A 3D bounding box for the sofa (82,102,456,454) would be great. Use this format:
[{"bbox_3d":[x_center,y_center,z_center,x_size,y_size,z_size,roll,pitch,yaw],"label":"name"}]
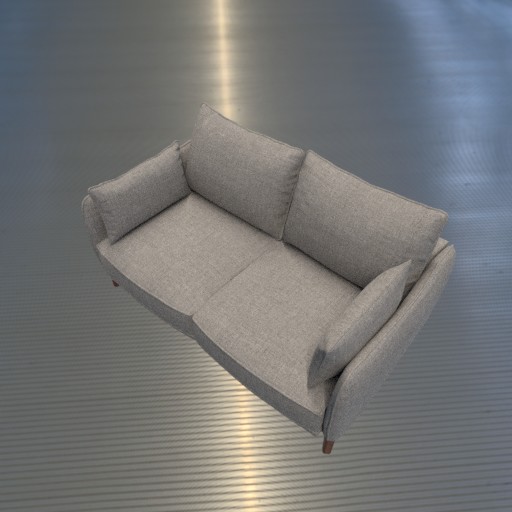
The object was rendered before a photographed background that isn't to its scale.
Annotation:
[{"bbox_3d":[0.000,0.000,2.152,1.580,0.851,0.972,31,54,26],"label":"sofa"}]
